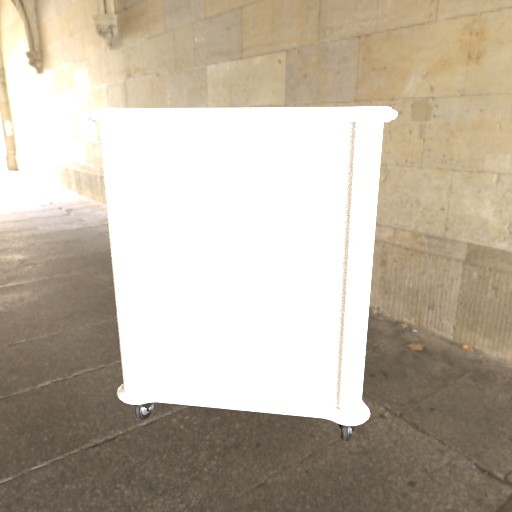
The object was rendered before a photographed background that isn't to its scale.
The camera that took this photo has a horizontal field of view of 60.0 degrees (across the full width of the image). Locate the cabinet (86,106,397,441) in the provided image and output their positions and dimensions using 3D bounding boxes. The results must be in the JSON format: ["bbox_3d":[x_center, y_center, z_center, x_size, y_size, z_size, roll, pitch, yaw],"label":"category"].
[{"bbox_3d":[0.000,0.000,1.233,0.628,0.761,0.627,3,16,9],"label":"cabinet"}]
